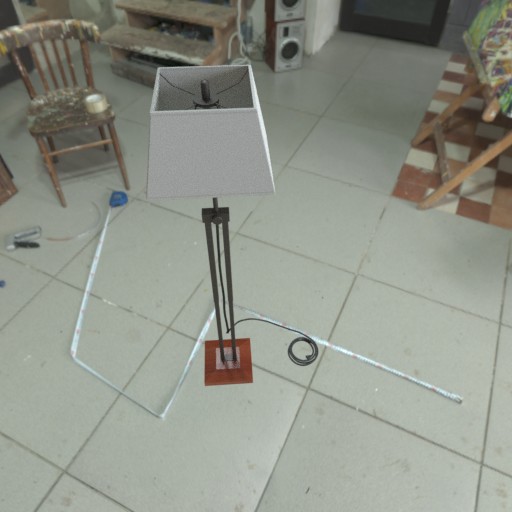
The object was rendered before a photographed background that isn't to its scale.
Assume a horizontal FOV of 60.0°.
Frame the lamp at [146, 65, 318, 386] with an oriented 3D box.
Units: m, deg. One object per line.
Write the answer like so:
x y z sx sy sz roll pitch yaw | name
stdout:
0.000 0.000 2.010 0.745 1.712 0.472 -3 48 -3 | lamp
